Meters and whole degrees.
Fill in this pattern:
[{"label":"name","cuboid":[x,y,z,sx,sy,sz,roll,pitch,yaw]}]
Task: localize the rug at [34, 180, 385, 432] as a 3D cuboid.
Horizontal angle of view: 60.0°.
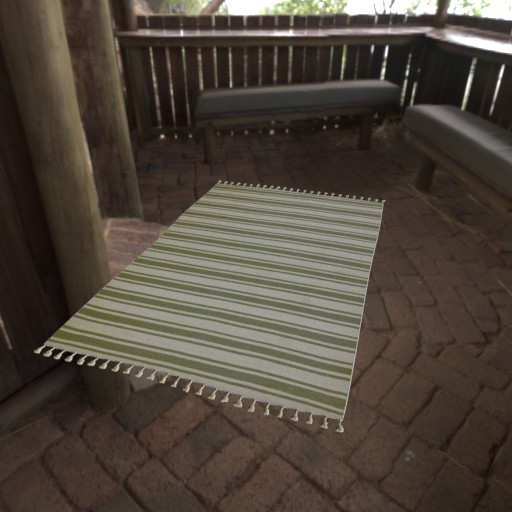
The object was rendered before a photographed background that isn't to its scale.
[{"label":"rug","cuboid":[0.000,0.000,2.273,1.162,0.013,1.875,9,32,15]}]
